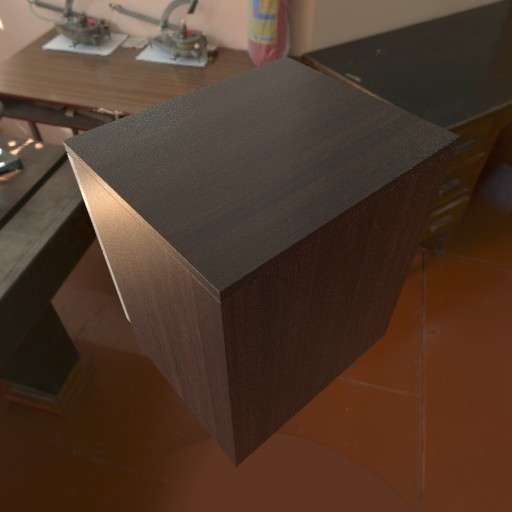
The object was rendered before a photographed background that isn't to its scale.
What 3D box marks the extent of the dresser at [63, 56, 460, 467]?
[{"bbox_3d":[0.000,0.000,0.757,0.400,0.470,0.360,-32,55,-27],"label":"dresser"}]
